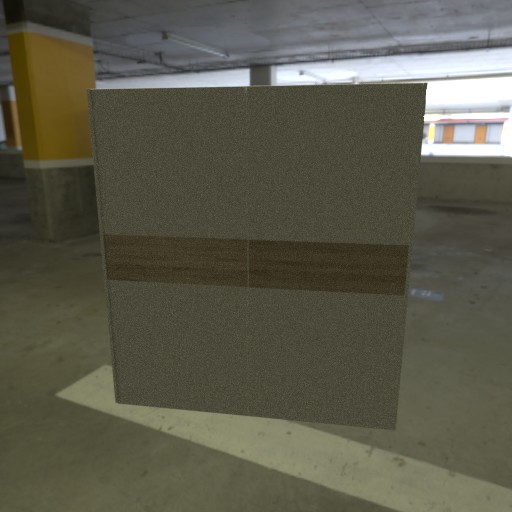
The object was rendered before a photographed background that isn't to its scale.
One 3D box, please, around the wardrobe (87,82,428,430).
[{"bbox_3d":[0.000,0.000,2.893,1.830,2.020,0.600,2,15,9],"label":"wardrobe"}]
